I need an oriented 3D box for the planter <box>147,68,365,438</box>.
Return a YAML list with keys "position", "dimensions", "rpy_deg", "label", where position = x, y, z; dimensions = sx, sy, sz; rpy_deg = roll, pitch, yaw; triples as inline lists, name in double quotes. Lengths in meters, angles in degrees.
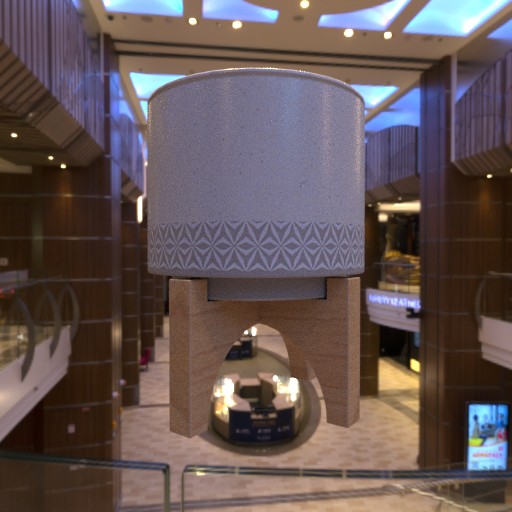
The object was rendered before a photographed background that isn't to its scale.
- position: [0.000, 0.000, 0.273]
  dimensions: [0.130, 0.178, 0.130]
  rpy_deg: [0, 1, 0]
  label: "planter"
